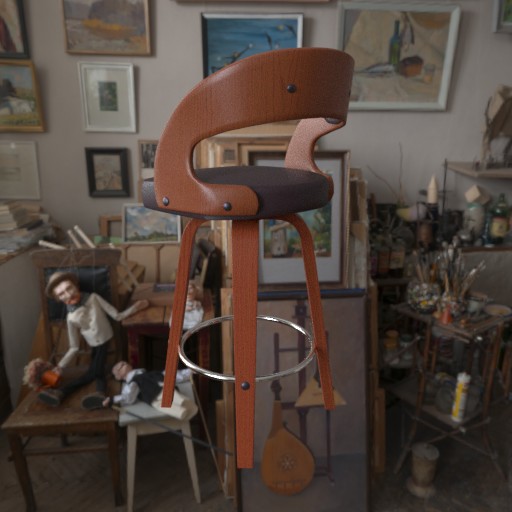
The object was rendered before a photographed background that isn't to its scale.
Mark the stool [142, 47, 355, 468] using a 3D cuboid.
[{"bbox_3d":[0.000,0.000,1.156,0.457,0.940,0.457,-15,22,-42],"label":"stool"}]
